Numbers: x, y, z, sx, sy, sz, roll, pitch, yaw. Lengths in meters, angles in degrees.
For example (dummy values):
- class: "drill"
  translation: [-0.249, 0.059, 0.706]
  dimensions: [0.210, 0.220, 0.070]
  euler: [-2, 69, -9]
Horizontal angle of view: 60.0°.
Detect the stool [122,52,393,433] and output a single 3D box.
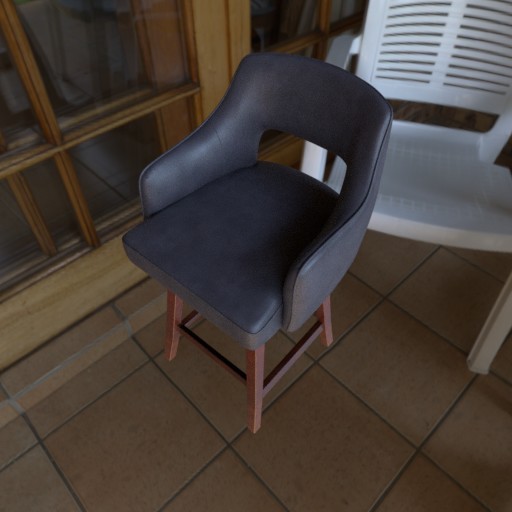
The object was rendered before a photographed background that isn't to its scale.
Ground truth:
- class: "stool"
  translation: [0.000, 0.000, 1.276]
  dimensions: [0.550, 0.936, 0.560]
  euler: [32, 55, 26]
